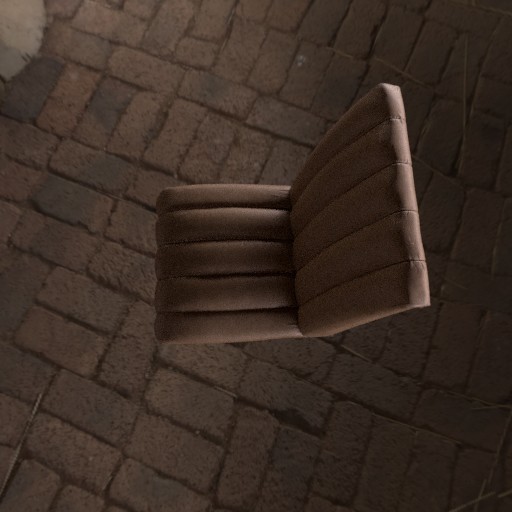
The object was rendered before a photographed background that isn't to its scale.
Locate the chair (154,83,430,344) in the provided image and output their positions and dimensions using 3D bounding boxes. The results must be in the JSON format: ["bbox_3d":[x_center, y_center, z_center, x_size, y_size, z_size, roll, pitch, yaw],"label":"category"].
[{"bbox_3d":[0.000,0.000,1.357,0.647,1.016,0.511,-2,76,-1],"label":"chair"}]
